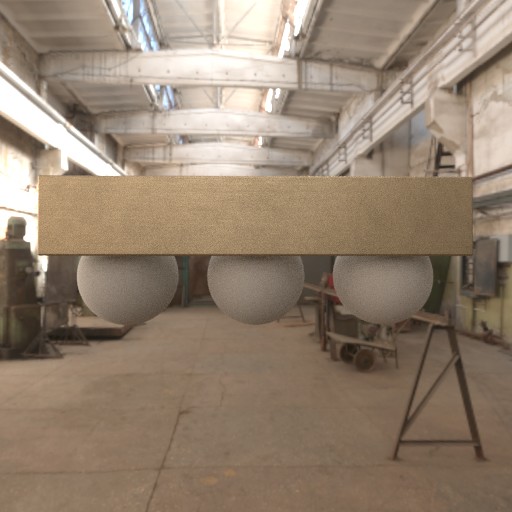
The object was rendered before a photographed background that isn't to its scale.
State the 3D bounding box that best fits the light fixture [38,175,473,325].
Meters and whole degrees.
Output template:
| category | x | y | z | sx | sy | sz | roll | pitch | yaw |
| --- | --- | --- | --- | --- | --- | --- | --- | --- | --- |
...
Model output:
| category | x | y | z | sx | sy | sz | roll | pitch | yaw |
| --- | --- | --- | --- | --- | --- | --- | --- | --- | --- |
| light fixture | 0.000 | 0.000 | 0.841 | 0.721 | 0.263 | 0.218 | 0 | -1 | -1 |
